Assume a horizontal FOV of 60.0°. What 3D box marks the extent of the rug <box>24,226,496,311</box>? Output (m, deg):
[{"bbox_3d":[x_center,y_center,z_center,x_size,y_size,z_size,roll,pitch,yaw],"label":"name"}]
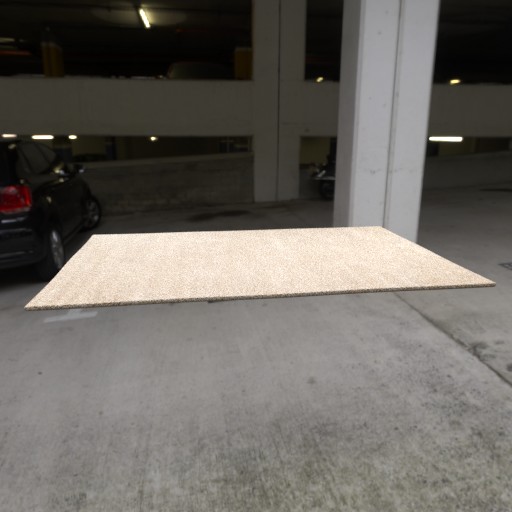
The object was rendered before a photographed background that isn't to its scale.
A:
[{"bbox_3d":[0.000,0.000,2.894,2.346,0.025,1.500,-2,16,-8],"label":"rug"}]
